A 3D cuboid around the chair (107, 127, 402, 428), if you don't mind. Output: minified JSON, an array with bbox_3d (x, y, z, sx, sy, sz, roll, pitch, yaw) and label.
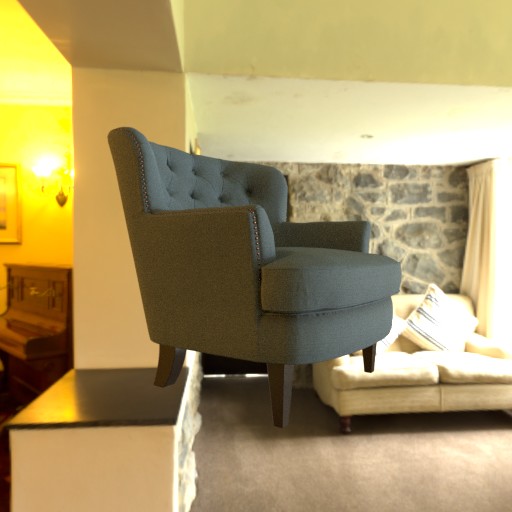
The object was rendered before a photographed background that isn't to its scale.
[{"bbox_3d":[0.000,0.000,1.565,0.906,0.868,0.848,1,1,35],"label":"chair"}]
